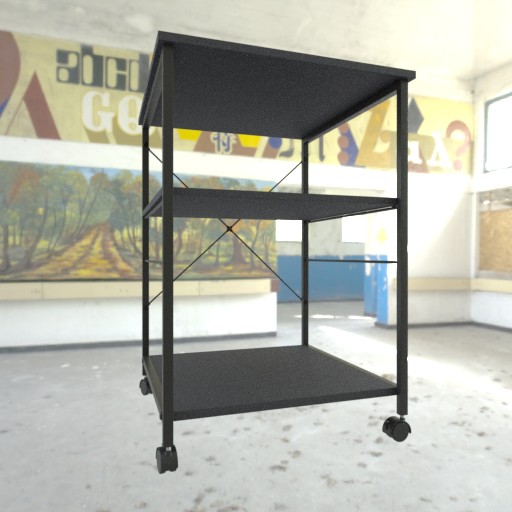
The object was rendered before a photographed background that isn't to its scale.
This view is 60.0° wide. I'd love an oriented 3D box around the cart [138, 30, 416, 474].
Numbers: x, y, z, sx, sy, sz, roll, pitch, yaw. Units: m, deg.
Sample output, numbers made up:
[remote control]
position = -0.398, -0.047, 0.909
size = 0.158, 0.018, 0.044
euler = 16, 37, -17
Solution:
[cart]
position = 0.000, 0.000, 1.076
size = 0.521, 0.762, 0.520
euler = 0, 0, -18
